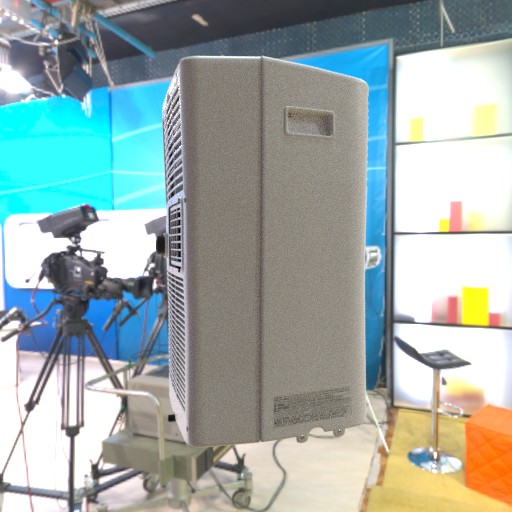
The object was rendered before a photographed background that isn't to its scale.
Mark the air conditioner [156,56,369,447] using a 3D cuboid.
[{"bbox_3d":[0.000,0.000,0.821,0.349,0.606,0.304,-1,2,-18],"label":"air conditioner"}]
